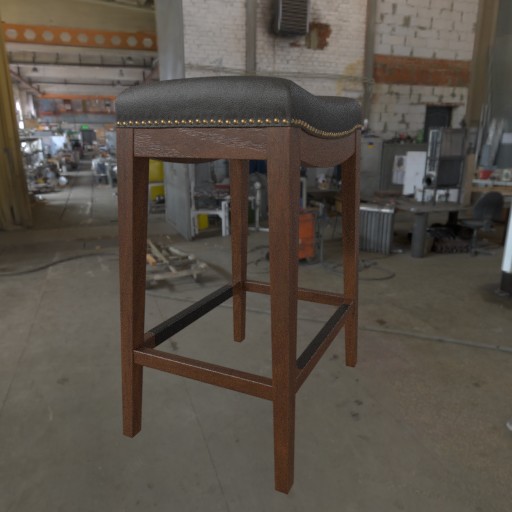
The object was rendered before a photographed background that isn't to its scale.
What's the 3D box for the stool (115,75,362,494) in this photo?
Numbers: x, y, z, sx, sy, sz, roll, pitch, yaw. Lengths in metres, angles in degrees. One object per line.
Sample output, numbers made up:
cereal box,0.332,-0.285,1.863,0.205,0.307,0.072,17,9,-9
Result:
stool,0.000,0.000,0.936,0.353,0.664,0.490,7,17,25
